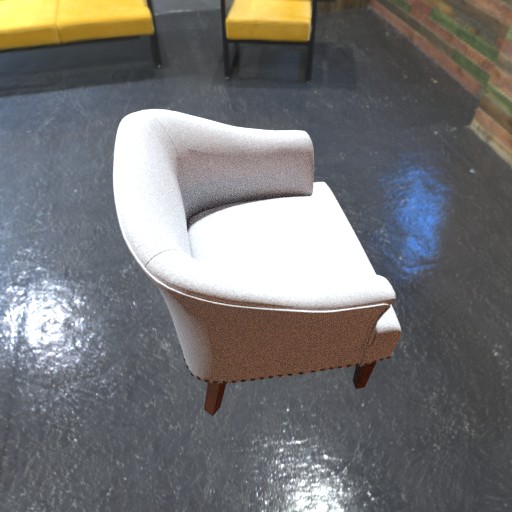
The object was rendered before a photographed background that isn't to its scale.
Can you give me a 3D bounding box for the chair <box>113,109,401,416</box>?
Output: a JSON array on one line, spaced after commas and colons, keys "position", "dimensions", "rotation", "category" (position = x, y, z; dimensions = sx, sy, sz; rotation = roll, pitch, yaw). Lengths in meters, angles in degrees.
[{"position": [0.000, 0.000, 1.409], "dimensions": [0.704, 0.815, 0.798], "rotation": [-9, 47, -8], "category": "chair"}]
